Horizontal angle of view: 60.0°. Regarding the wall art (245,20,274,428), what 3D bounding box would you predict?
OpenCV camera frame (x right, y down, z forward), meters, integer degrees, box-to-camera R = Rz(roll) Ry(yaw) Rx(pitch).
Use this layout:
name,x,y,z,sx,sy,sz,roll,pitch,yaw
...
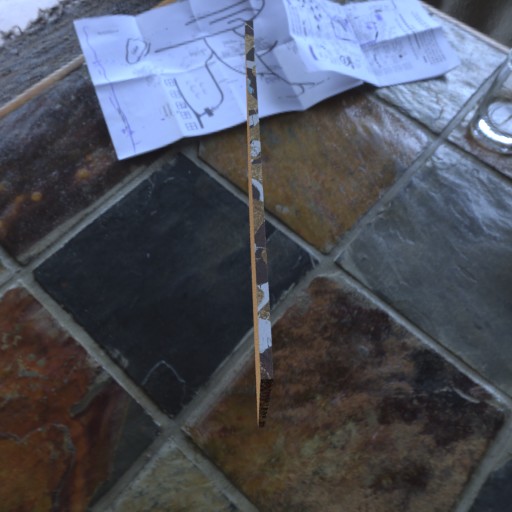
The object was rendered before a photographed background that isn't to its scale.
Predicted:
name,x,y,z,sx,sy,sz,roll,pitch,yaw
wall art,0.000,0.000,0.603,0.010,0.406,0.404,-2,64,-1
